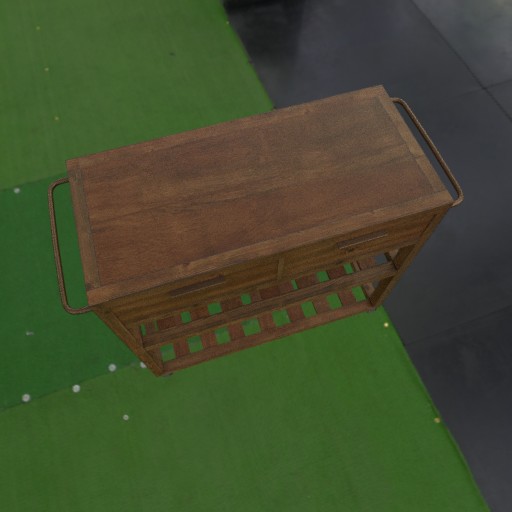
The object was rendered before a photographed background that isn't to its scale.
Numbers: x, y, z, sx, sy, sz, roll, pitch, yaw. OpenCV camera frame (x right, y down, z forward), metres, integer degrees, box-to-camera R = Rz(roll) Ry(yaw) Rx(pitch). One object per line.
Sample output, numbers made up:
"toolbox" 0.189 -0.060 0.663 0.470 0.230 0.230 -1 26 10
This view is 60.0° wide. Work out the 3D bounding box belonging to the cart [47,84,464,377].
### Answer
"cart" 0.000 0.000 1.505 1.065 0.830 0.445 -16 64 -8
